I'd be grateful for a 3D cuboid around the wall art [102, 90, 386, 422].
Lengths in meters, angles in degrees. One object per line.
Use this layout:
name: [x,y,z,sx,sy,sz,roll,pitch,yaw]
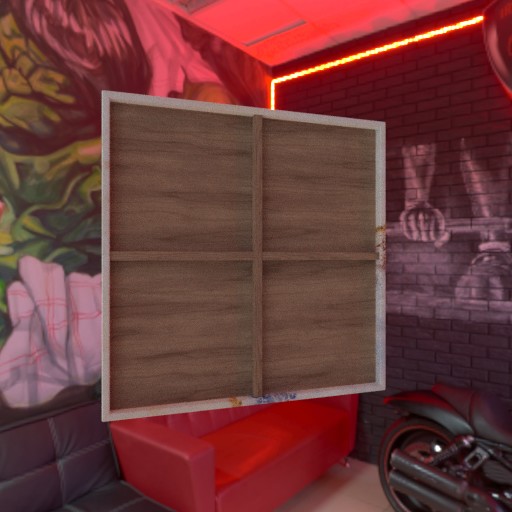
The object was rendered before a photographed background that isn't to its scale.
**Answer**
wall art: [0.000,0.000,1.617,1.061,1.061,0.071,0,0,-19]
